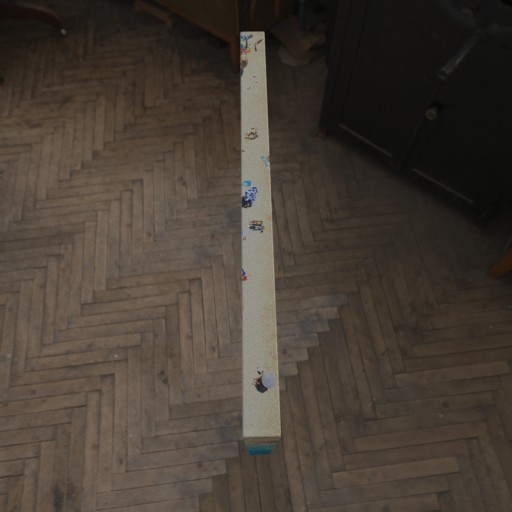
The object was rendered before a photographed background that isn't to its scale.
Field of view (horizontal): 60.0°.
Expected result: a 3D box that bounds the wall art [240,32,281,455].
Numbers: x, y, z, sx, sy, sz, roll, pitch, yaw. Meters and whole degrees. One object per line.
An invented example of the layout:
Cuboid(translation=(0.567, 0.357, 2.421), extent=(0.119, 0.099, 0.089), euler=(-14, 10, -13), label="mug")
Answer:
Cuboid(translation=(0.000, 0.000, 0.763), extent=(0.039, 0.406, 0.609), euler=(-1, 64, 0), label="wall art")
